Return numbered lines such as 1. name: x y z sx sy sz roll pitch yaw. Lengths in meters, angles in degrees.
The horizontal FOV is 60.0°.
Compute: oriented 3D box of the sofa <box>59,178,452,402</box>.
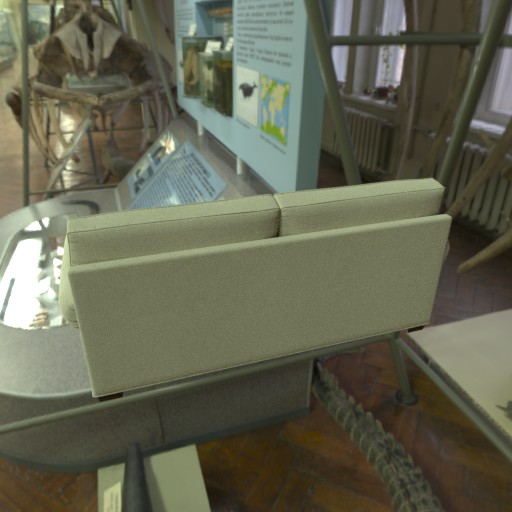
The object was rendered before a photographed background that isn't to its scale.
1. sofa: 0.000 0.000 2.665 2.146 0.962 0.901 -9 28 -16
